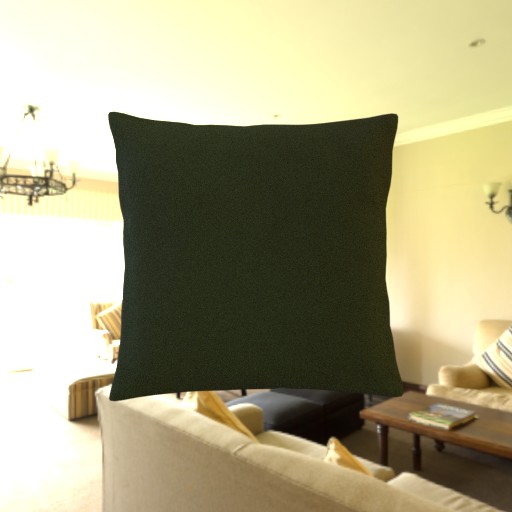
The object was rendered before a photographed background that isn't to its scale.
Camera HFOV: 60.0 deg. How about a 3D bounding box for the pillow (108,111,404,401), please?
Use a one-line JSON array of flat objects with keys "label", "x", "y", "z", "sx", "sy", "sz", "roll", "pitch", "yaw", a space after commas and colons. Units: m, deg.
[{"label": "pillow", "x": 0.000, "y": 0.000, "z": 0.787, "sx": 0.523, "sy": 0.510, "sz": 0.166, "roll": 0, "pitch": -2, "yaw": -1}]
